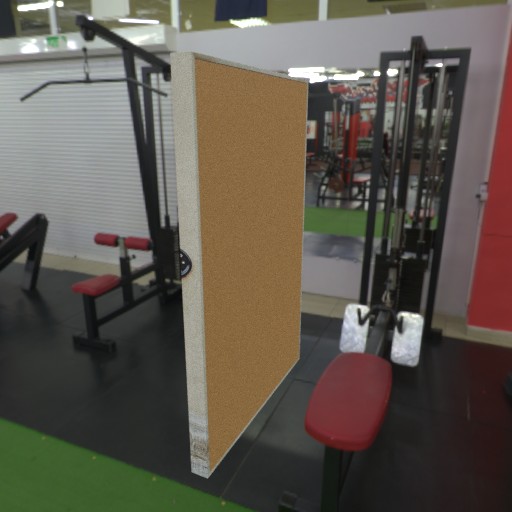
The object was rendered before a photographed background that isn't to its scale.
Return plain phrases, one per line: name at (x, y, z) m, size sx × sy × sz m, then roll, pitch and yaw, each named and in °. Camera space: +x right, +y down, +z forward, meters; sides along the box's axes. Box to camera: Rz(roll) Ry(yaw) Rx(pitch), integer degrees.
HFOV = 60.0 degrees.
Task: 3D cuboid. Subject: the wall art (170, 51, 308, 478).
wall art at (0.000, 0.000, 0.980) m, size 0.038 × 0.764 × 0.508 m, roll 8°, pitch 19°, yaw 25°
